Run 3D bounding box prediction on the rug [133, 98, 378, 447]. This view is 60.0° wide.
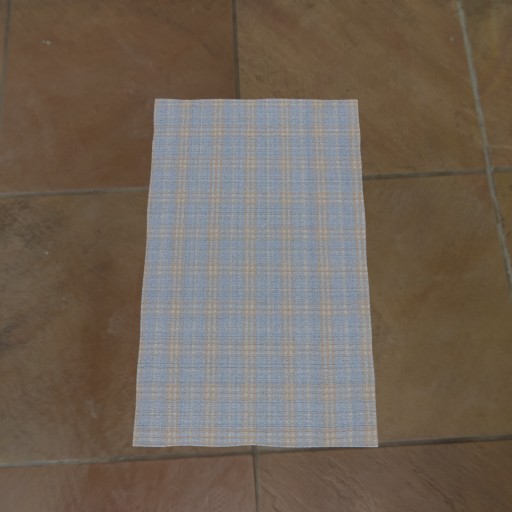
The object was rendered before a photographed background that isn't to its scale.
[{"bbox_3d":[0.000,0.000,3.065,1.545,0.016,2.460,0,76,0],"label":"rug"}]
